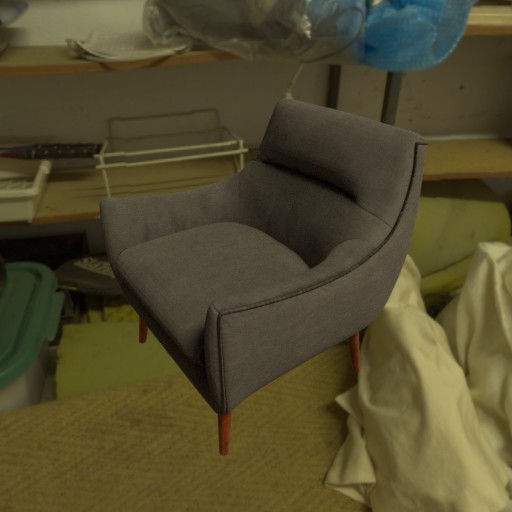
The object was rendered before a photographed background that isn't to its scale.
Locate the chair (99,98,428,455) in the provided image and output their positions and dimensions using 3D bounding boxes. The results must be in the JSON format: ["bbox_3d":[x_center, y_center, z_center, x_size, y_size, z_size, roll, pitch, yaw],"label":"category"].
[{"bbox_3d":[0.000,0.000,1.458,0.787,0.838,0.762,-20,36,-30],"label":"chair"}]
